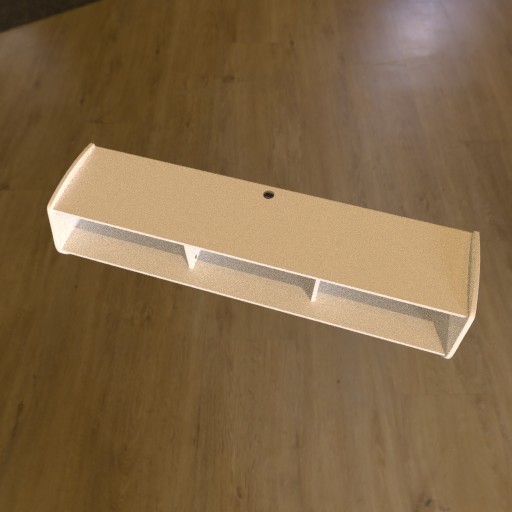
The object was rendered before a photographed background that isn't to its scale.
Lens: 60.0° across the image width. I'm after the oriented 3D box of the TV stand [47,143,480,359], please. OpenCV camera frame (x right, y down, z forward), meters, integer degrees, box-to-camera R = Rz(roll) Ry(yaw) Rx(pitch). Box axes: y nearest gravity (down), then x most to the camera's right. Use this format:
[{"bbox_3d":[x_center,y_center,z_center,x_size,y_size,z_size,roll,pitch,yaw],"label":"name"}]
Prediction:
[{"bbox_3d":[0.000,0.000,1.691,1.473,0.424,0.397,14,59,9],"label":"TV stand"}]
